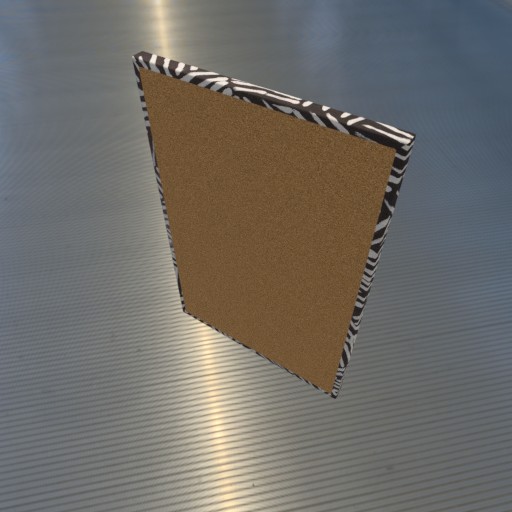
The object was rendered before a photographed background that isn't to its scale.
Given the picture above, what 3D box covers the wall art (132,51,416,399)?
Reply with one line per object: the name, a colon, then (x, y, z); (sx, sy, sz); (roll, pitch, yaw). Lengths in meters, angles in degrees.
wall art: (0.000, 0.000, 1.173); (0.615, 0.918, 0.035); (25, 52, 22)
